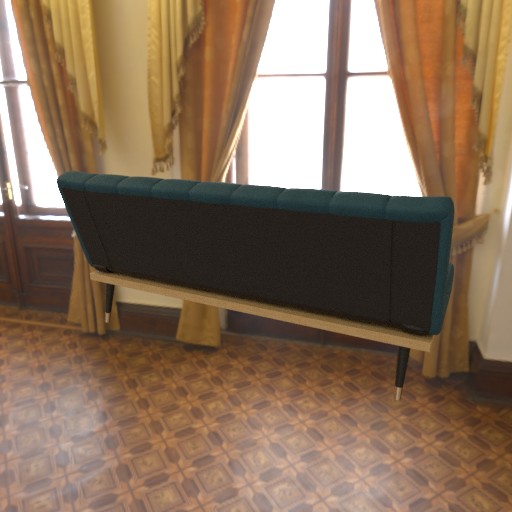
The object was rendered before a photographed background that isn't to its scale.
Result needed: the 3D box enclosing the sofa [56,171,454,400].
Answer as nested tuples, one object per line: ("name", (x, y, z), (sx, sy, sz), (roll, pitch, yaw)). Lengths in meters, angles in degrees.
("sofa", (0.000, 0.000, 2.241), (1.810, 0.825, 0.830), (8, 19, 26))
